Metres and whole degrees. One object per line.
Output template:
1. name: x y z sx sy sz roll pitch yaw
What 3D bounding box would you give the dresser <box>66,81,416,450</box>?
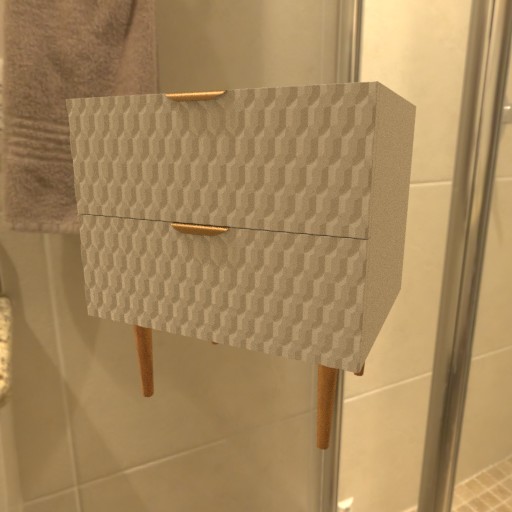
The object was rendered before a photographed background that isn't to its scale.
1. dresser: 0.000 0.000 0.866 0.503 0.568 0.414 7 16 25
